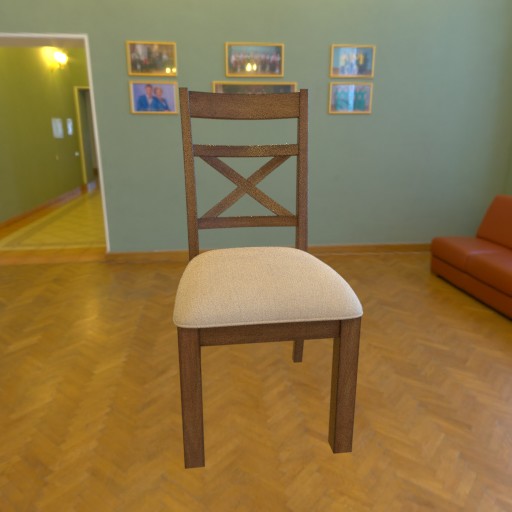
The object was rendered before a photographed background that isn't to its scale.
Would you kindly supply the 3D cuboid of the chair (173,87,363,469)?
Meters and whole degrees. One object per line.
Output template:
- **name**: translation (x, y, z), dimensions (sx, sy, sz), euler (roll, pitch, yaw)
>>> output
- **chair**: translation (0.000, 0.000, 1.279), dimensions (0.461, 0.949, 0.581), euler (-2, 16, -8)
